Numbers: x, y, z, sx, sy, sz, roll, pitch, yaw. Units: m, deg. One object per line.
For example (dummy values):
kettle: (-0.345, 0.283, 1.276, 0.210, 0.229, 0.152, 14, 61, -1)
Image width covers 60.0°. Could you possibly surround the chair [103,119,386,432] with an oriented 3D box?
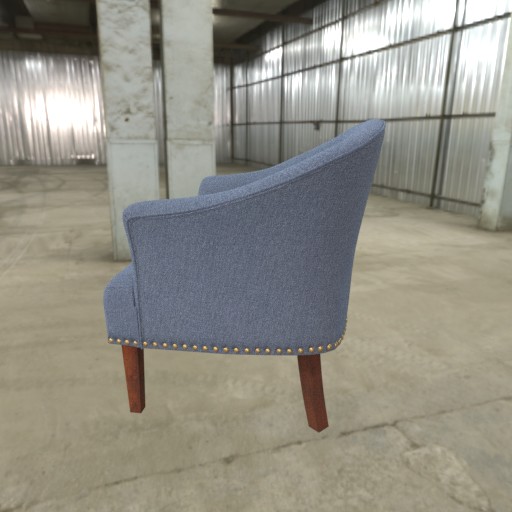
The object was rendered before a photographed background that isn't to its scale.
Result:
chair: (0.000, 0.000, 1.385, 0.704, 0.815, 0.772, 2, 15, 9)
